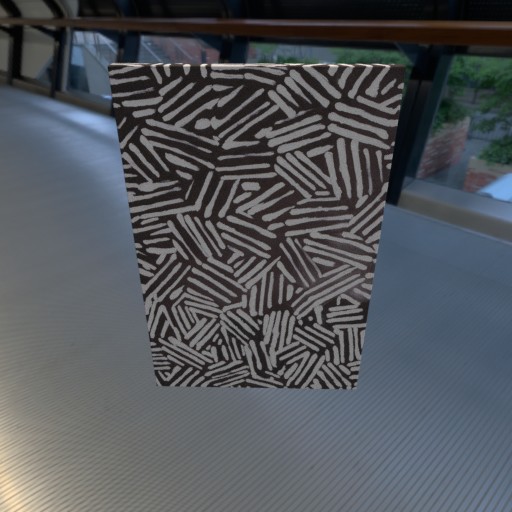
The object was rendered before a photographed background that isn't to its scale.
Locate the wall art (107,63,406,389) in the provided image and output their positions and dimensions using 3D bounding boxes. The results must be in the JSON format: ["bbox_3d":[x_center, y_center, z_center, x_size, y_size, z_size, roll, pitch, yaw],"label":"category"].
[{"bbox_3d":[0.000,0.000,1.150,0.615,0.918,0.035,1,30,1],"label":"wall art"}]
